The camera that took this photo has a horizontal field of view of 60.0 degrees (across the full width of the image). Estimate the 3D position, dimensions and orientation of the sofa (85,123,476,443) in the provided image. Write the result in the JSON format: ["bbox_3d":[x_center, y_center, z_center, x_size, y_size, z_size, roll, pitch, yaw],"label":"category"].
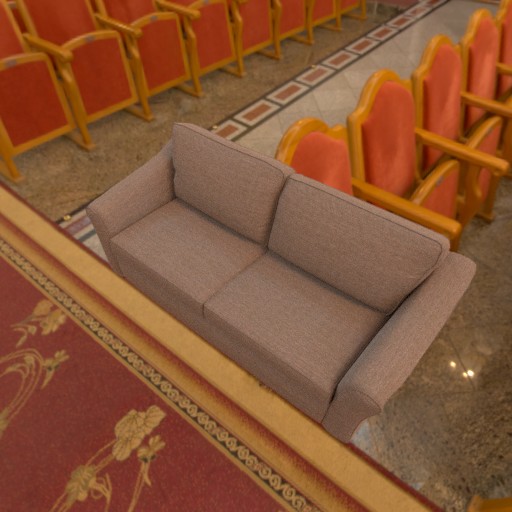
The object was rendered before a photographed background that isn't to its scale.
[{"bbox_3d":[0.000,0.000,2.774,2.270,0.965,0.980,30,52,27],"label":"sofa"}]
